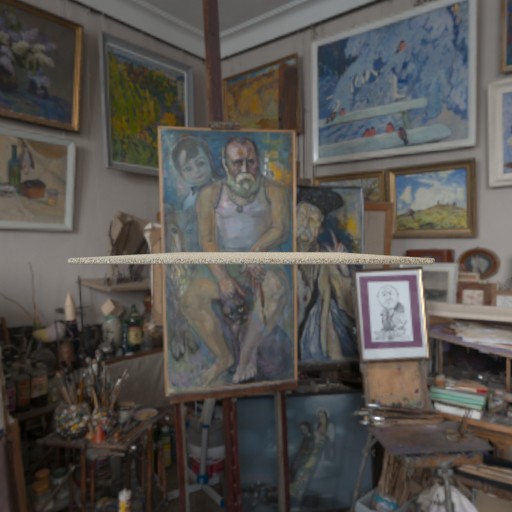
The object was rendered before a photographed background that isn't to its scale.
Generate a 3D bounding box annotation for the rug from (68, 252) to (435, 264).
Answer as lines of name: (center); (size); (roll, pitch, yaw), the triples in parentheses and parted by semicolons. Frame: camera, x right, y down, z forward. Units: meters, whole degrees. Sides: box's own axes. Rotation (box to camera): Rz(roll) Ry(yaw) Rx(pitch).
rug: (0.000, 0.000, 2.984); (1.500, 0.025, 2.346); (0, 1, 1)
